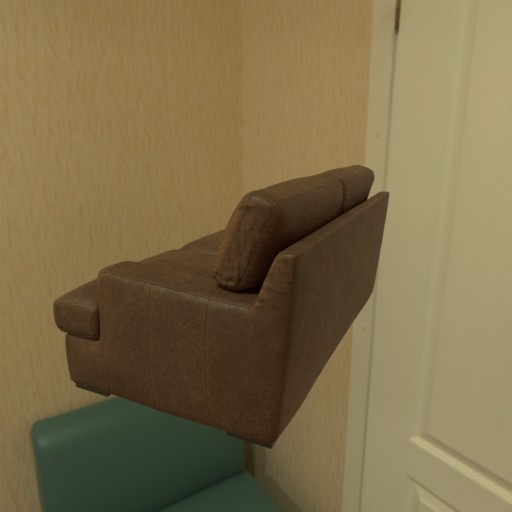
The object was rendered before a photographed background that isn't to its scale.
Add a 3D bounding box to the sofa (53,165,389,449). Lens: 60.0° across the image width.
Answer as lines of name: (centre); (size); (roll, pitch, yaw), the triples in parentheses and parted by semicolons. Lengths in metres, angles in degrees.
sofa: (0.000, 0.000, 2.476); (1.143, 0.939, 1.880); (7, 17, 24)
